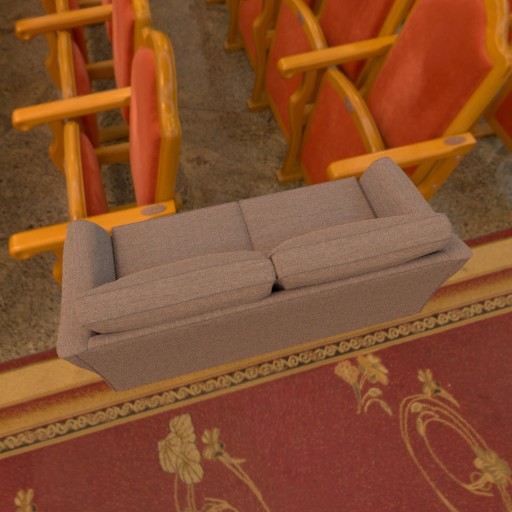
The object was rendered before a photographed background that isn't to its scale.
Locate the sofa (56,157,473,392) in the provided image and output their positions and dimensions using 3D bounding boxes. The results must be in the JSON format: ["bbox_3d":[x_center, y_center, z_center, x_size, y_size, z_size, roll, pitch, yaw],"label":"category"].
[{"bbox_3d":[0.000,0.000,2.770,2.270,0.965,0.980,-13,59,-8],"label":"sofa"}]
